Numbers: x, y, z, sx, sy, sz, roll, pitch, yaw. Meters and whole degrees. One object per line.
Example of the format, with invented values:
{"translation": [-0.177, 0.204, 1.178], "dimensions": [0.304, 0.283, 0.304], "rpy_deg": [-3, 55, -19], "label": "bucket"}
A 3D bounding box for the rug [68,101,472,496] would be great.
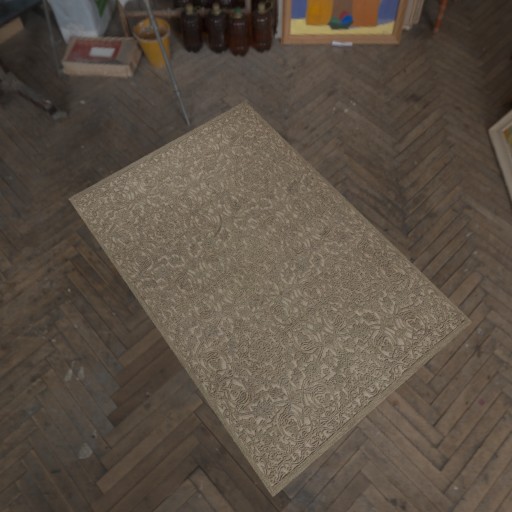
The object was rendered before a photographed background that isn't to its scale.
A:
{"translation": [0.000, 0.000, 2.295], "dimensions": [1.221, 0.006, 1.827], "rpy_deg": [-34, 68, -16], "label": "rug"}
